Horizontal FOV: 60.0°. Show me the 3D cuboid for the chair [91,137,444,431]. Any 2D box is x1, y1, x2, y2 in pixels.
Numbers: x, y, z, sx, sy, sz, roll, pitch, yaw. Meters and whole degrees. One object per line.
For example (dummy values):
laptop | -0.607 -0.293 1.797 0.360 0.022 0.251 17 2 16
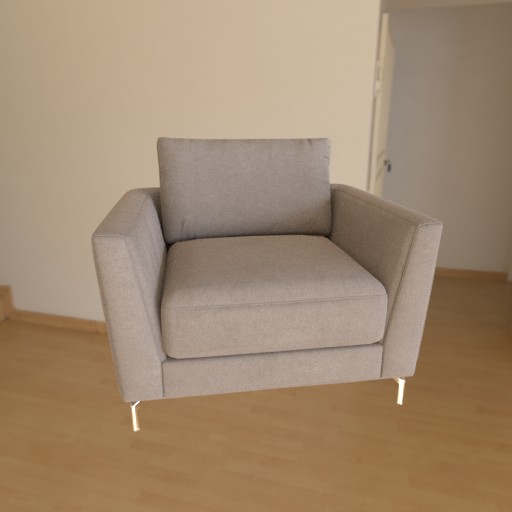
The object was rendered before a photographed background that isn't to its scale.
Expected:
chair | 0.000 0.000 1.701 1.041 0.864 0.889 -3 17 -8
